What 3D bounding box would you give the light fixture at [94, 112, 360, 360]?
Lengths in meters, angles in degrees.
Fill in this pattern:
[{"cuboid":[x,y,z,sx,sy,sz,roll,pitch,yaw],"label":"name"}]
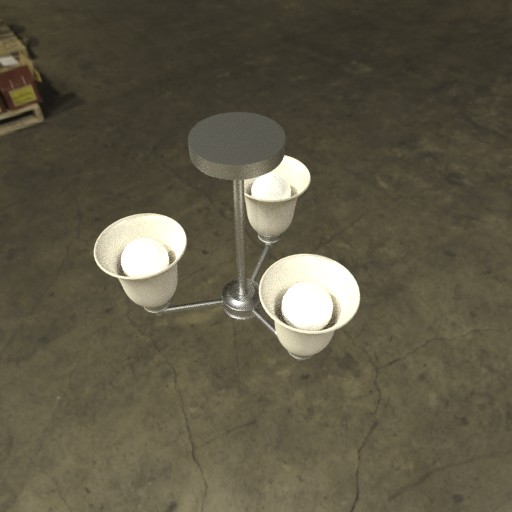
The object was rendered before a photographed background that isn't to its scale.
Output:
[{"cuboid":[0.000,0.000,0.662,0.388,0.370,0.354,-31,54,-26],"label":"light fixture"}]
